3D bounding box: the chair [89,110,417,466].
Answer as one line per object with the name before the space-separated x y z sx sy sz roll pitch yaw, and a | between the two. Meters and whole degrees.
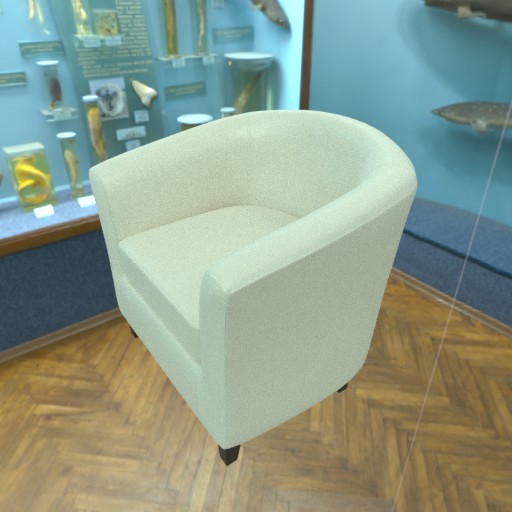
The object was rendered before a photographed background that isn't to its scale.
chair | 0.000 0.000 1.378 0.727 0.756 0.792 -21 37 -30
